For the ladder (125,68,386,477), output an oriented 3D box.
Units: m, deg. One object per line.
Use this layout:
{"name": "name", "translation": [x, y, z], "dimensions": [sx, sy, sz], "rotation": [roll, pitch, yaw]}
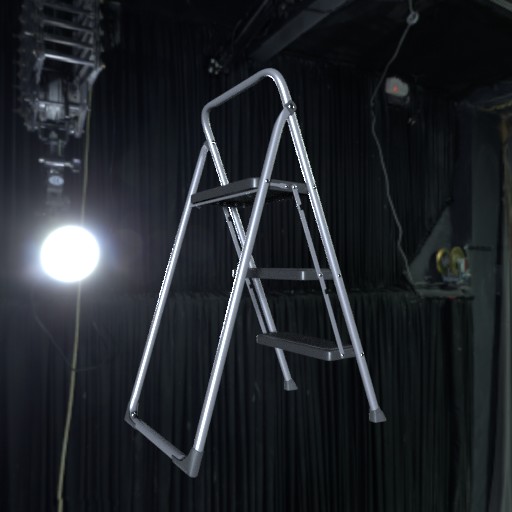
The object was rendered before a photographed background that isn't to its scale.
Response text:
{"name": "ladder", "translation": [0.000, 0.000, 1.281], "dimensions": [0.629, 0.945, 0.430], "rotation": [1, -1, -35]}
